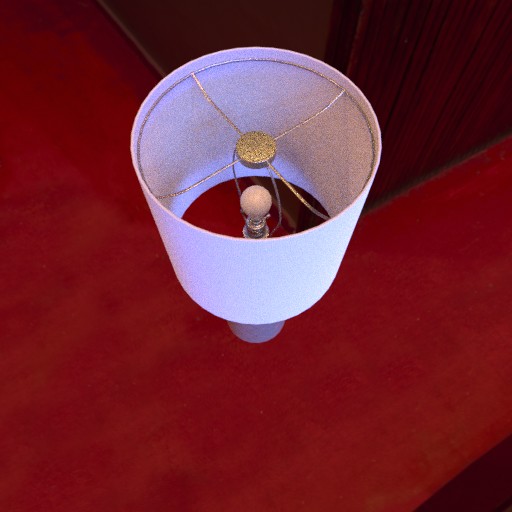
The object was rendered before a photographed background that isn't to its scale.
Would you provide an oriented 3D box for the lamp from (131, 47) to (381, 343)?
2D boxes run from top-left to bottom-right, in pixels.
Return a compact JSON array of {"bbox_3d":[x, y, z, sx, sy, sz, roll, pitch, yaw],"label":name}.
[{"bbox_3d":[0.000,0.000,0.573,0.207,0.461,0.207,-33,68,-15],"label":"lamp"}]
